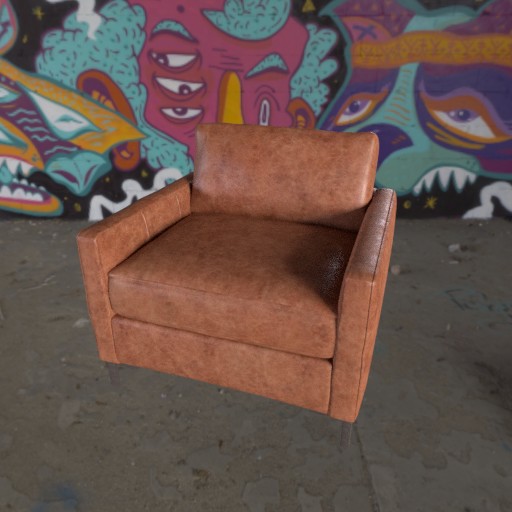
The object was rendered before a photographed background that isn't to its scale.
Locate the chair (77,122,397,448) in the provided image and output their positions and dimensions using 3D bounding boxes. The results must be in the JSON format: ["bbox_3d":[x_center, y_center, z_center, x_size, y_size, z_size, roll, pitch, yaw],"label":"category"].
[{"bbox_3d":[0.000,0.000,1.693,0.967,0.869,0.862,8,27,17],"label":"chair"}]
